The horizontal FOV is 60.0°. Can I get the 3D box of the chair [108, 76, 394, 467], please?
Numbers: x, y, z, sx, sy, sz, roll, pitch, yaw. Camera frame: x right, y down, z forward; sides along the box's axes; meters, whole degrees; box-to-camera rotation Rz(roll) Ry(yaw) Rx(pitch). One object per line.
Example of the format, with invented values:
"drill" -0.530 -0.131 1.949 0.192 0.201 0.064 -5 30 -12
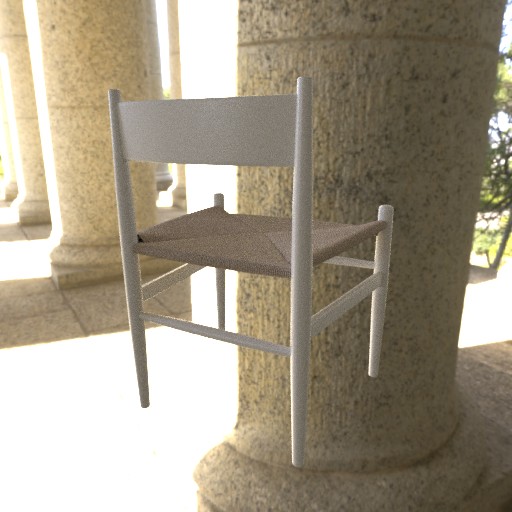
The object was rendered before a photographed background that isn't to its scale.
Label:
"chair" 0.000 0.000 1.101 0.556 0.762 0.495 8 17 28
